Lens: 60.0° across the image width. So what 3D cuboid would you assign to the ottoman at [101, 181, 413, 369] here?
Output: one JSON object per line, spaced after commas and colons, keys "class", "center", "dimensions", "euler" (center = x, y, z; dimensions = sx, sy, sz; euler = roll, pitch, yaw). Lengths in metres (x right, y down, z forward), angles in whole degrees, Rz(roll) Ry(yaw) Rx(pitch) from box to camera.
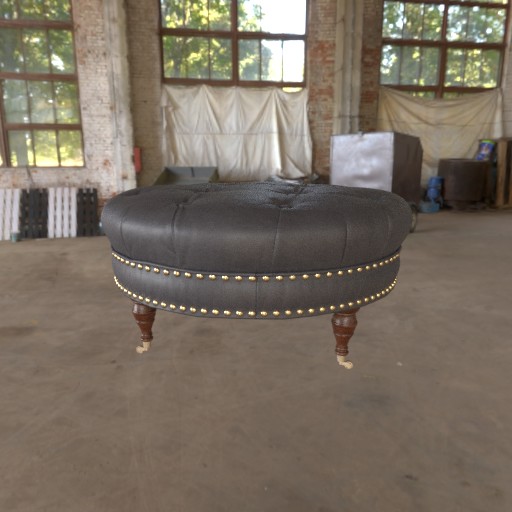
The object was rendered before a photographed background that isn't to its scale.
{"class": "ottoman", "center": [0.000, 0.000, 1.383], "dimensions": [0.901, 0.439, 0.901], "euler": [0, 13, 0]}
